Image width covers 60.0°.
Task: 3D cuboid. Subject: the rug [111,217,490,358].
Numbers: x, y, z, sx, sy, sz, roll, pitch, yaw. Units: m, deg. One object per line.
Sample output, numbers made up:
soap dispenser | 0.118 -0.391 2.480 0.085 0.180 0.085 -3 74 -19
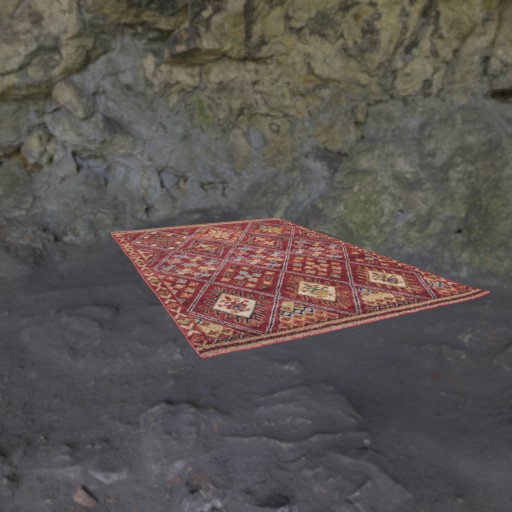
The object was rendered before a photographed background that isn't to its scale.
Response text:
rug | 0.000 0.000 2.901 1.521 0.026 2.286 -7 17 -24
